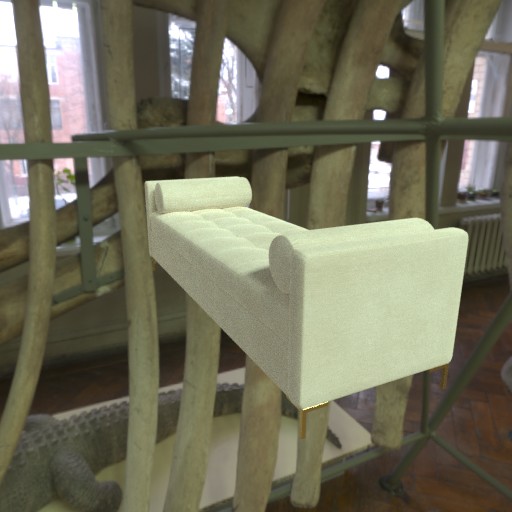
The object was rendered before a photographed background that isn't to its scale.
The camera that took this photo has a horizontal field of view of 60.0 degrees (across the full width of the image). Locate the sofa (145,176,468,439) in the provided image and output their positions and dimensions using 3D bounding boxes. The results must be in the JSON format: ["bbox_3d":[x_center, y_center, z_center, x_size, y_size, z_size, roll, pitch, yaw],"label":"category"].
[{"bbox_3d":[0.000,0.000,2.325,0.686,0.635,1.981,-8,18,-25],"label":"sofa"}]
